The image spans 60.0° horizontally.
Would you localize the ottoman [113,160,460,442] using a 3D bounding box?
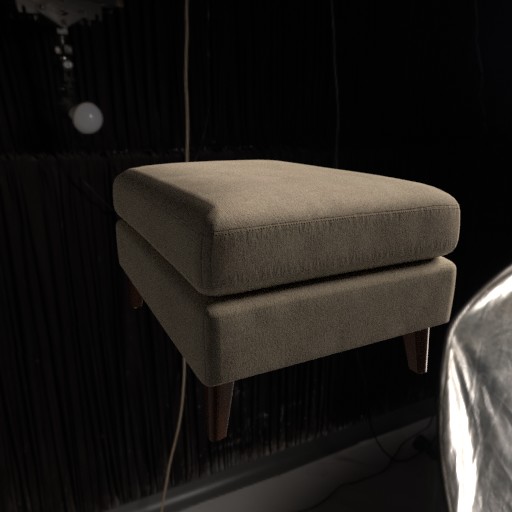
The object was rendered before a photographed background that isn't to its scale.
[{"bbox_3d":[0.000,0.000,1.214,0.610,0.478,0.823,-8,18,-25],"label":"ottoman"}]
